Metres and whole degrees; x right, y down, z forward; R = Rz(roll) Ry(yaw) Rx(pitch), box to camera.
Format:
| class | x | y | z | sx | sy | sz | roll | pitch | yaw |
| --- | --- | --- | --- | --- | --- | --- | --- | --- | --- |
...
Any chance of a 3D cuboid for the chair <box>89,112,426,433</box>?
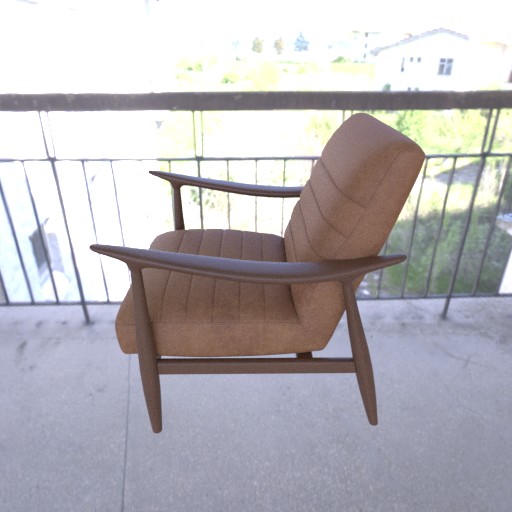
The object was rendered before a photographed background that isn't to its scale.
| class | x | y | z | sx | sy | sz | roll | pitch | yaw |
| --- | --- | --- | --- | --- | --- | --- | --- | --- | --- |
| chair | 0.000 | 0.000 | 1.433 | 0.798 | 0.832 | 0.741 | 0 | 26 | 0 |
